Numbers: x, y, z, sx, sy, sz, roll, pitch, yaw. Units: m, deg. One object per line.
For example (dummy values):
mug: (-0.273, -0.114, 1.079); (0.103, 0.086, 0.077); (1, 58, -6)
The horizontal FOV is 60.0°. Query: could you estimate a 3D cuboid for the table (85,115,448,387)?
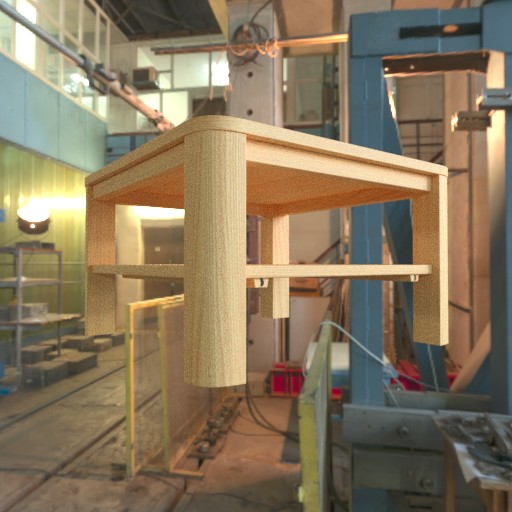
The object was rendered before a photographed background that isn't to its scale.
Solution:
table: (0.000, 0.000, 1.229); (0.750, 0.450, 0.750); (1, -1, -36)
